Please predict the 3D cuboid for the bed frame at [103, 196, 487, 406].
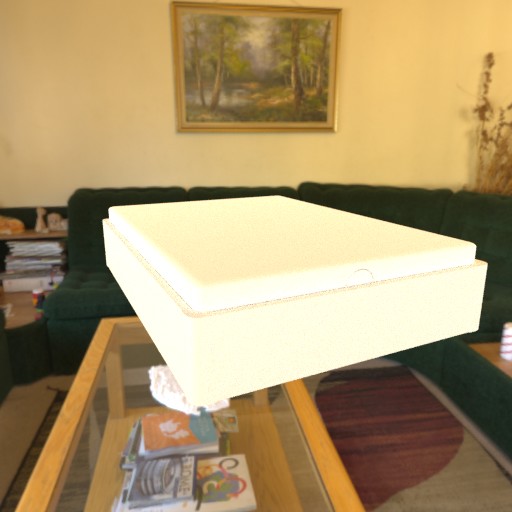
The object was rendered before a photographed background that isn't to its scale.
[{"bbox_3d":[0.000,0.000,2.520,1.400,0.406,1.900,-7,17,-25],"label":"bed frame"}]
